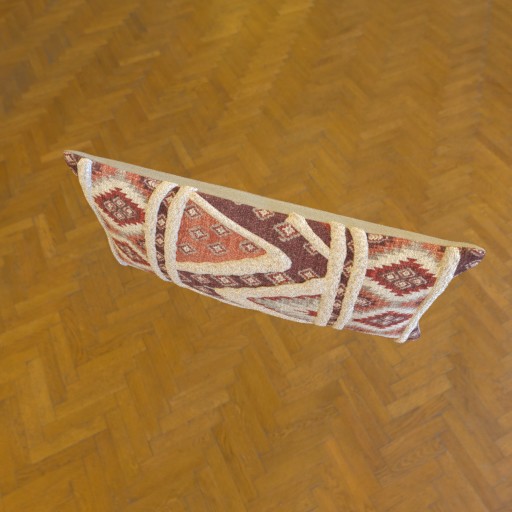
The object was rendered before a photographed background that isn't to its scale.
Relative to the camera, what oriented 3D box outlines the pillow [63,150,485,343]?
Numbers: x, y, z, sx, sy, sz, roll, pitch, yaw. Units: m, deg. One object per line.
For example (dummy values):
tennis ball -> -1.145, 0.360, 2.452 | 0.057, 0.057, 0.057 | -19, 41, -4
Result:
pillow -> 0.000, 0.000, 0.725 | 0.608, 0.295, 0.161 | 15, 59, 9
